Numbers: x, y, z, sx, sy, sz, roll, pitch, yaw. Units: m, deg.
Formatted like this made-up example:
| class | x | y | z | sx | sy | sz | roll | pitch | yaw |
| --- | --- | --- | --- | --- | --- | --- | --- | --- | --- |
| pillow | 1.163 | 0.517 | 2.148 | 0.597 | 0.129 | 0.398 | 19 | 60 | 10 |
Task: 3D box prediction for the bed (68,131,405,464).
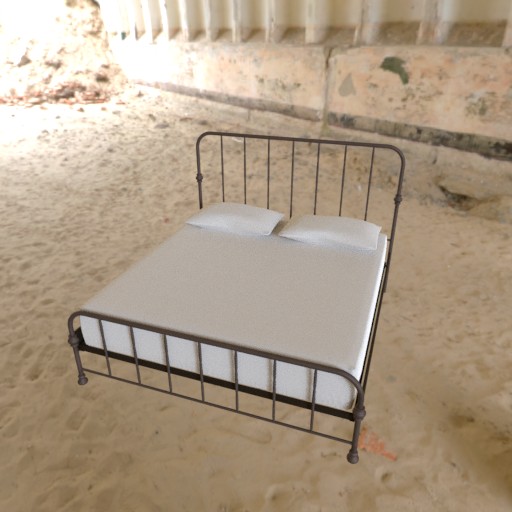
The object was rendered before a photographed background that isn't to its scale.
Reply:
| class | x | y | z | sx | sy | sz | roll | pitch | yaw |
| --- | --- | --- | --- | --- | --- | --- | --- | --- | --- |
| bed | 0.000 | 0.000 | 3.509 | 2.044 | 1.446 | 2.134 | 9 | 28 | 17 |
